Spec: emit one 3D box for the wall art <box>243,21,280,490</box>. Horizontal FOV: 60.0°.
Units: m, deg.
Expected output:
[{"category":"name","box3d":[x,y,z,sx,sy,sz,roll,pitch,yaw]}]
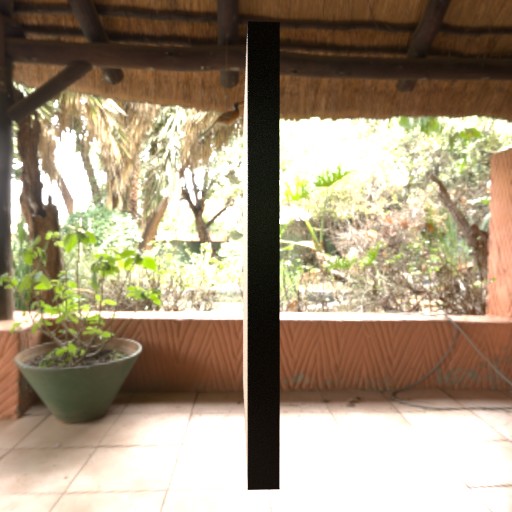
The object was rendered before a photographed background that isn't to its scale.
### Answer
[{"category":"wall art","box3d":[0.000,0.000,0.744,0.038,0.551,0.448,0,0,-2]}]
